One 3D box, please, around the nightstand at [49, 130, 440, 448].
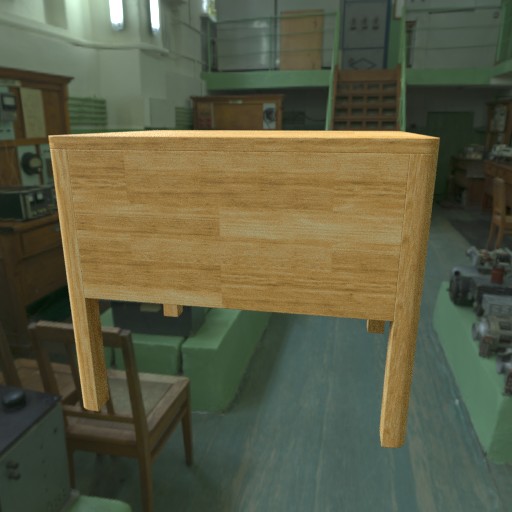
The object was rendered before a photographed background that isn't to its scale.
[{"bbox_3d":[0.000,0.000,0.880,0.560,0.470,0.440,3,17,10],"label":"nightstand"}]
